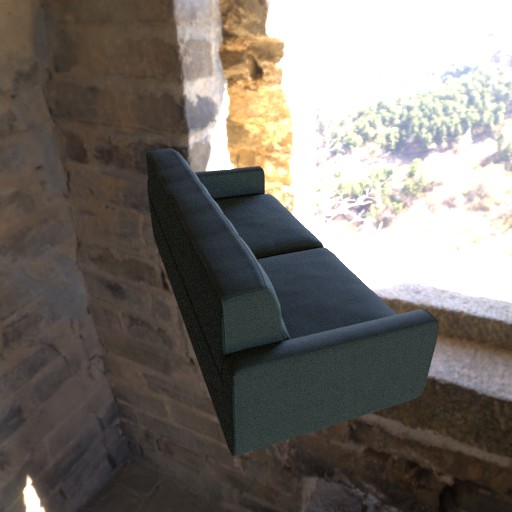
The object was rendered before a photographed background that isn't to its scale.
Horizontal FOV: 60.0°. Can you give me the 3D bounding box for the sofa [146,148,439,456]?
[{"bbox_3d":[0.000,0.000,2.498,0.909,0.841,2.029,-10,31,-17],"label":"sofa"}]
